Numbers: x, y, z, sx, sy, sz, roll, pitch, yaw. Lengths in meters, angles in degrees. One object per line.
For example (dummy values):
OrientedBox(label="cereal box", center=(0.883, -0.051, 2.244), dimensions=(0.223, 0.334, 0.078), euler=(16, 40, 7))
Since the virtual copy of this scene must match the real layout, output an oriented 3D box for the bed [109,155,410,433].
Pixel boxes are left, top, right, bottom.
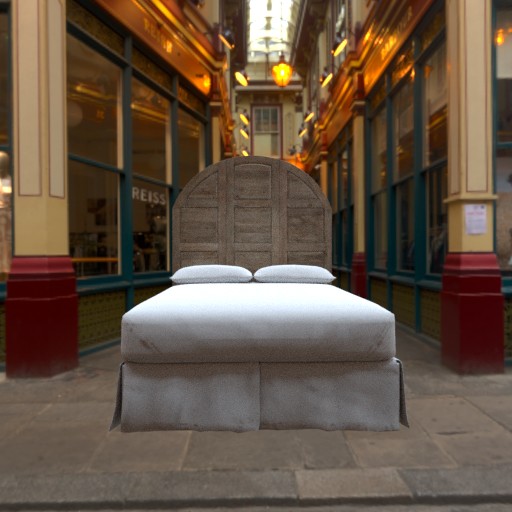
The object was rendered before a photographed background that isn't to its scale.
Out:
OrientedBox(label="bed", center=(0.000, 0.000, 3.509), dimensions=(1.713, 2.002, 2.112), euler=(0, 1, -2))
